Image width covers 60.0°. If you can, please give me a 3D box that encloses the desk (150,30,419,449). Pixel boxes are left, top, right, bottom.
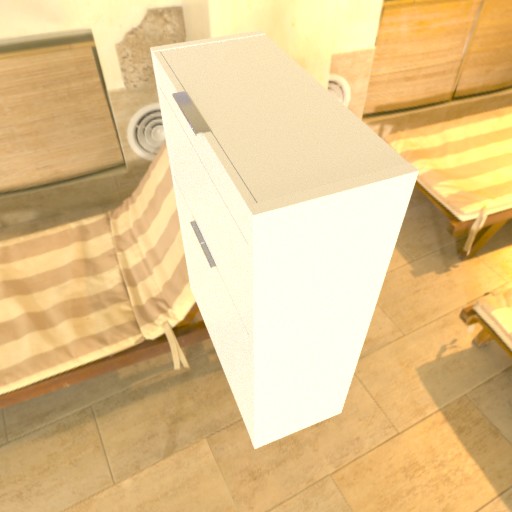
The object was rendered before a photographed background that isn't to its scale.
[{"bbox_3d":[0.000,0.000,1.579,0.390,1.190,0.850,-17,49,-15],"label":"desk"}]
